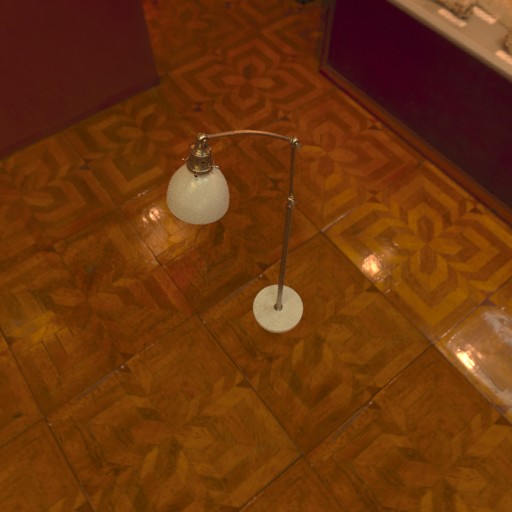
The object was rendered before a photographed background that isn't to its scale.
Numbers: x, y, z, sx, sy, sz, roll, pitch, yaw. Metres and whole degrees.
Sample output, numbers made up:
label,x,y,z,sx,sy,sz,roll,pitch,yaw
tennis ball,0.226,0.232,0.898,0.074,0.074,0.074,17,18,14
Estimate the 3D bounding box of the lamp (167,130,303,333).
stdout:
label,x,y,z,sx,sy,sz,roll,pitch,yaw
lamp,0.000,0.000,1.852,0.599,1.586,0.288,-32,65,-16
